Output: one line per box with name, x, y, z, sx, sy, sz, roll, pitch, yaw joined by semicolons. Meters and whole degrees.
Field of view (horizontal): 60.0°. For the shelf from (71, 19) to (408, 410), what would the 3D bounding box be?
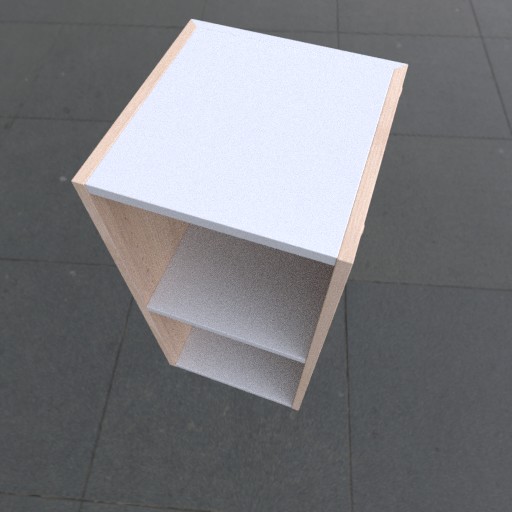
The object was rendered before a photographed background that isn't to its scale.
shelf;0.000;0.000;0.744;0.290;0.594;0.297;17;60;10
